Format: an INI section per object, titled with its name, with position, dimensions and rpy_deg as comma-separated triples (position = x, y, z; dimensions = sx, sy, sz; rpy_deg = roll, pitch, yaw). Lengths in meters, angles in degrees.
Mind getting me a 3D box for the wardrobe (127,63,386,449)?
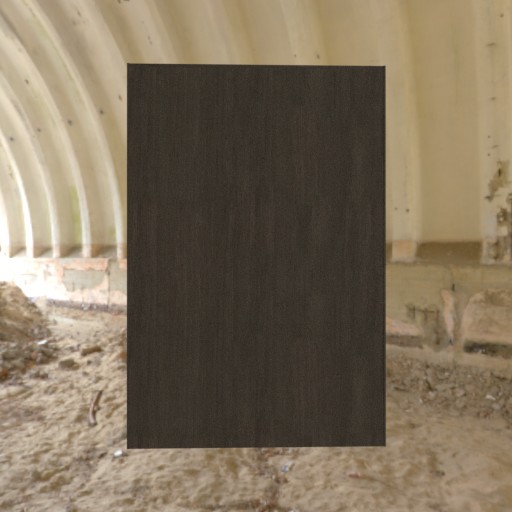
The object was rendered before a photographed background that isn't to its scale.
[wardrobe]
position = 0.000, 0.000, 2.462
dimensions = 1.290, 1.910, 0.510
rpy_deg = 0, 0, -1
